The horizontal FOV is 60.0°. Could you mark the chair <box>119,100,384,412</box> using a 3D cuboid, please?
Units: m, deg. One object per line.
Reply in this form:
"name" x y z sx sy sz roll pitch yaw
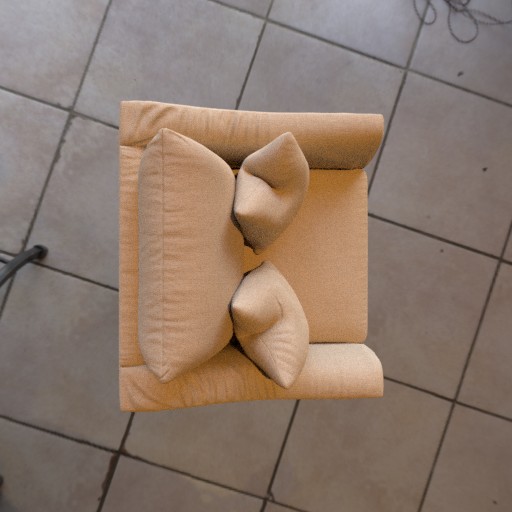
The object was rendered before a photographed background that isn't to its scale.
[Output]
"chair" 0.000 0.000 2.010 1.071 1.093 1.194 0 90 -2
